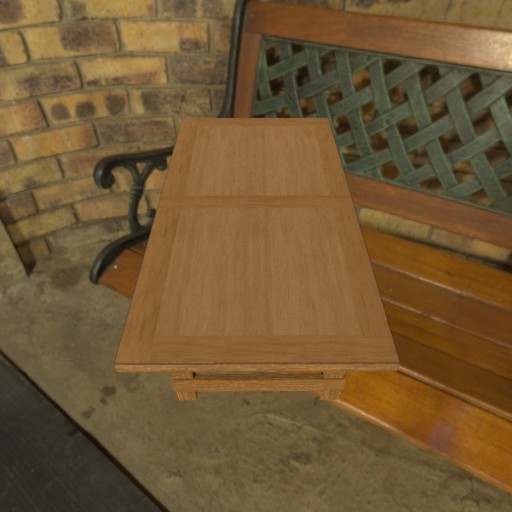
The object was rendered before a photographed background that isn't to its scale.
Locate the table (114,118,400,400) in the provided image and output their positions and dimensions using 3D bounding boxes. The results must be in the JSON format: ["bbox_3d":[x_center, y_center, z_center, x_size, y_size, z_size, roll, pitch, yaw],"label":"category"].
[{"bbox_3d":[0.000,0.000,2.532,1.000,0.762,1.982,0,42,0],"label":"table"}]
